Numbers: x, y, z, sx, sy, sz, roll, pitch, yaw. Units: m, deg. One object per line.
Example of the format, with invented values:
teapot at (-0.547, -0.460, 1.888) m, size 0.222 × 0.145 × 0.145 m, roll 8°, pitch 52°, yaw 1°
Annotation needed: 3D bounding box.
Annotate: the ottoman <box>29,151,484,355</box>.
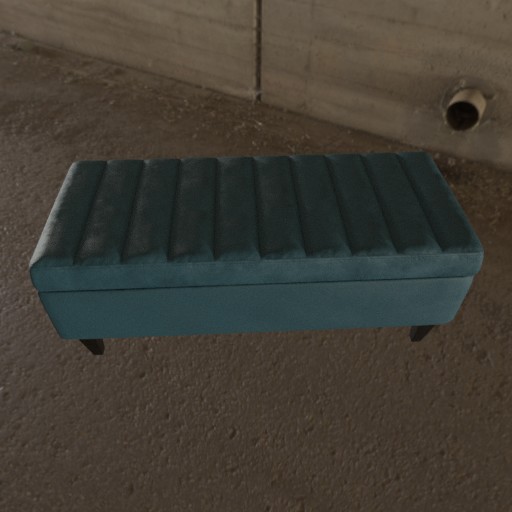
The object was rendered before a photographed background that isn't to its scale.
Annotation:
ottoman at (0.000, 0.000, 1.398) m, size 1.151 × 0.469 × 0.482 m, roll -2°, pitch 46°, yaw -2°
